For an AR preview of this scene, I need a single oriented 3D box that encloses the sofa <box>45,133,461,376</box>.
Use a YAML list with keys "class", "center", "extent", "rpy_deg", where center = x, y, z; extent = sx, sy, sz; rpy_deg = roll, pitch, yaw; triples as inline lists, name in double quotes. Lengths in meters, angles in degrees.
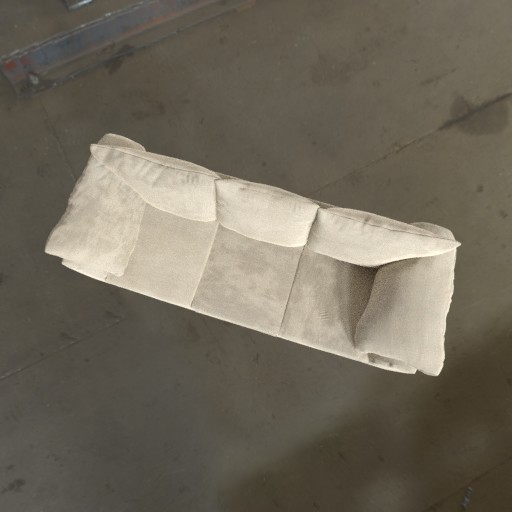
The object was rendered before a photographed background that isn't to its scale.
- class: "sofa"
  center: [0.000, 0.000, 2.878]
  extent: [2.377, 0.981, 0.893]
  rpy_deg: [17, 75, 5]
